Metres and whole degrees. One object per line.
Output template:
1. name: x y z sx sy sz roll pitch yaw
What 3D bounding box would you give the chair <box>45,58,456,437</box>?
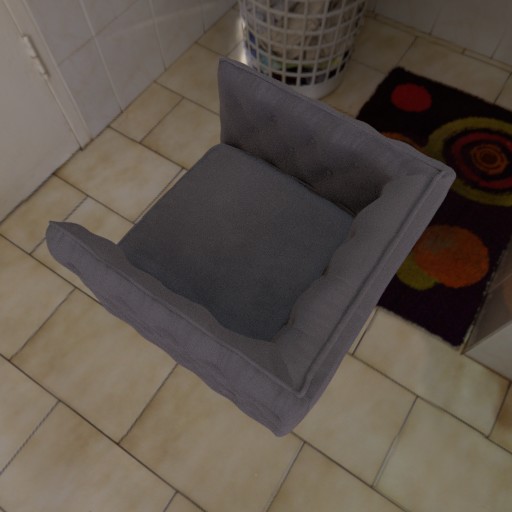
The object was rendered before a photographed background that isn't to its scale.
1. chair: 0.000 0.000 1.638 0.913 0.807 0.946 33 68 15
